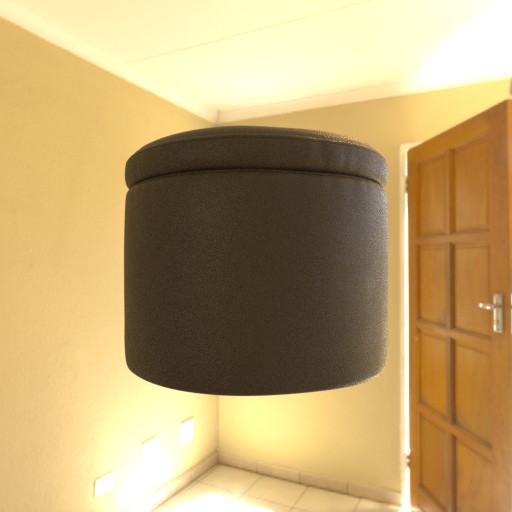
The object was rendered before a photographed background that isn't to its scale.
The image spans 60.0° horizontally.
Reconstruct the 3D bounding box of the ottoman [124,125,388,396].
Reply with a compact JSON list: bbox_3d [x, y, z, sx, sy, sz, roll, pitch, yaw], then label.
[{"bbox_3d":[0.000,0.000,0.874,0.500,0.409,0.500,0,-1,0],"label":"ottoman"}]
